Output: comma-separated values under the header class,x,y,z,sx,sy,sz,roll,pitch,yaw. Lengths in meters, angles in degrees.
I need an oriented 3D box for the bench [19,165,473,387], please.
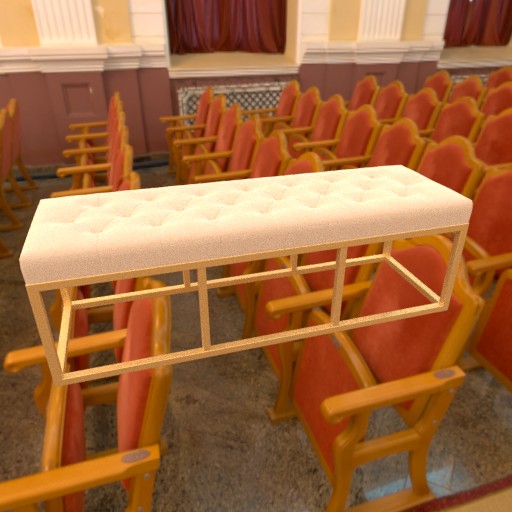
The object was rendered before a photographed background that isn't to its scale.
class,x,y,z,sx,sy,sz,roll,pitch,yaw
bench,0.000,0.000,1.669,1.473,0.484,0.457,-8,29,-15
